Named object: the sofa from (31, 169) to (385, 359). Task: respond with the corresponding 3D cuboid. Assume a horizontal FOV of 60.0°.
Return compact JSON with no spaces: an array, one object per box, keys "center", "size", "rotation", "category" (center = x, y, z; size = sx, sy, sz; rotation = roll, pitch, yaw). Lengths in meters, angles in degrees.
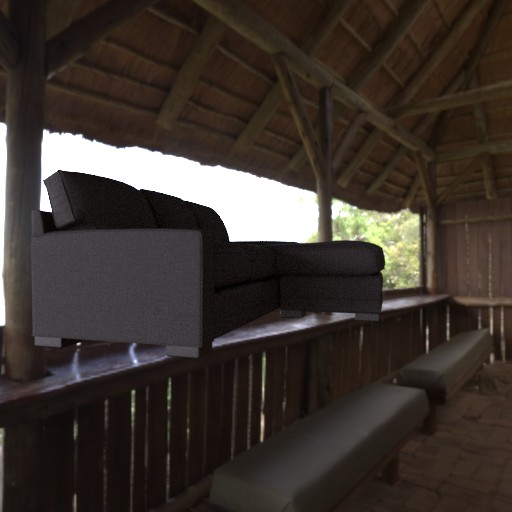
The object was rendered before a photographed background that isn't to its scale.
[{"center":[0.000,0.000,3.215],"size":[1.790,0.973,2.370],"rotation":[0,0,17],"category":"sofa"}]
